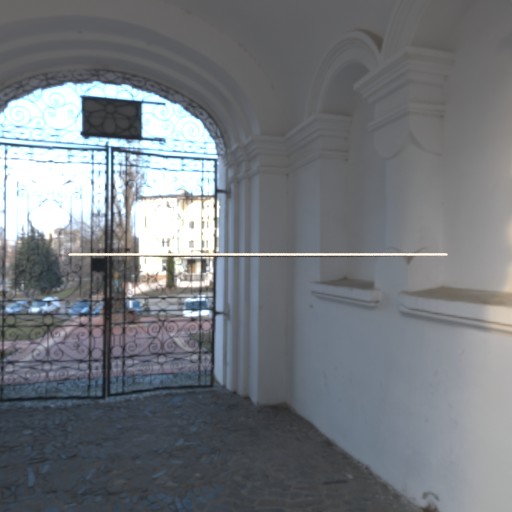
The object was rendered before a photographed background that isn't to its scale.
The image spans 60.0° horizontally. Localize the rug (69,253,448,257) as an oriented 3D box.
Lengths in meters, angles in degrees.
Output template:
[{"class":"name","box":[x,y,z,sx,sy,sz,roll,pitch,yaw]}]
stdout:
[{"class":"rug","box":[0.000,0.000,2.337,1.220,0.007,1.828,0,0,-1]}]
